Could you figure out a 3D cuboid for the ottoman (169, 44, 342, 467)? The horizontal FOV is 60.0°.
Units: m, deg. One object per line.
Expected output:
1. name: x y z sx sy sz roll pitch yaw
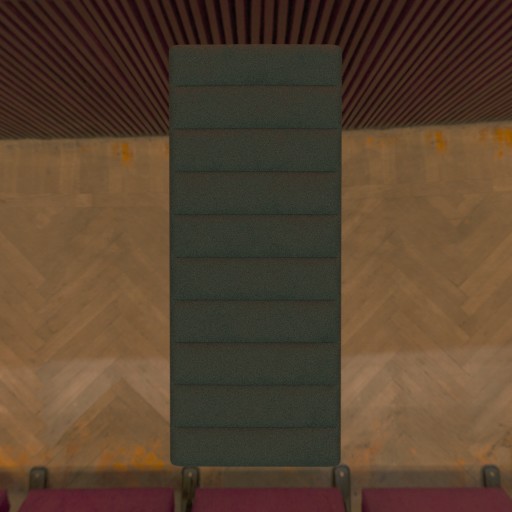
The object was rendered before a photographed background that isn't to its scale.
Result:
1. ottoman: 0.000 0.000 1.398 0.482 0.469 1.151 0 91 0
